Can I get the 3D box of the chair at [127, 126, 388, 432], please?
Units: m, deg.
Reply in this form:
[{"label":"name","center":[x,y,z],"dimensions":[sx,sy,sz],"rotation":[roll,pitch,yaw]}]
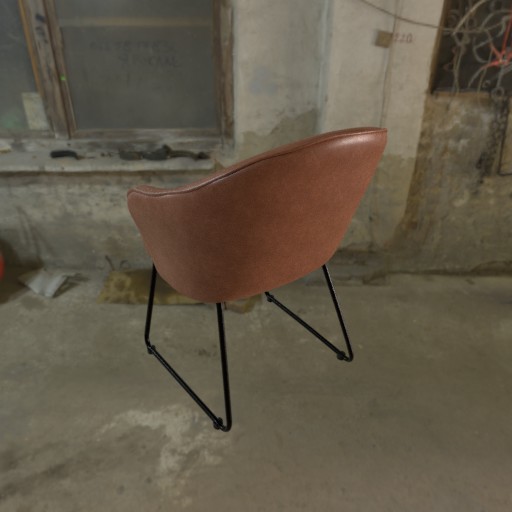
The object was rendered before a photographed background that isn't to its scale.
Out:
[{"label":"chair","center":[0.000,0.000,1.190],"dimensions":[0.582,0.785,0.580],"rotation":[-20,36,-31]}]
